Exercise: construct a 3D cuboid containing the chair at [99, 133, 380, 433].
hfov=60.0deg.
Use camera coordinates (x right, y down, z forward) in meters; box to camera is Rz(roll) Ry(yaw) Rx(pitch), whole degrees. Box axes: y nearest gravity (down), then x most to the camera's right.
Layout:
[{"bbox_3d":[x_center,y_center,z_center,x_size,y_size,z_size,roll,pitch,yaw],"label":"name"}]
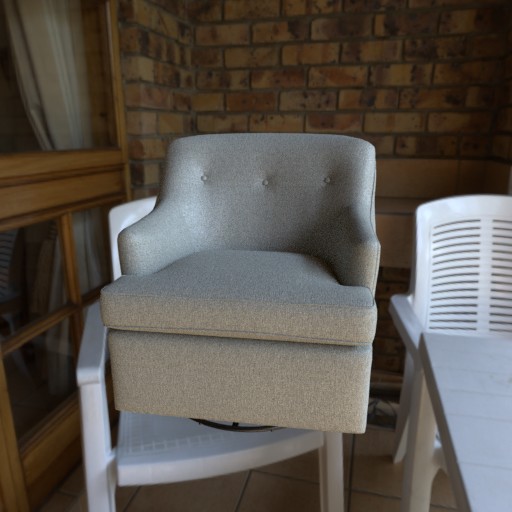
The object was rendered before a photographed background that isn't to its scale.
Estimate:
[{"bbox_3d":[0.000,0.000,1.612,0.864,0.856,0.923,2,16,8],"label":"chair"}]
